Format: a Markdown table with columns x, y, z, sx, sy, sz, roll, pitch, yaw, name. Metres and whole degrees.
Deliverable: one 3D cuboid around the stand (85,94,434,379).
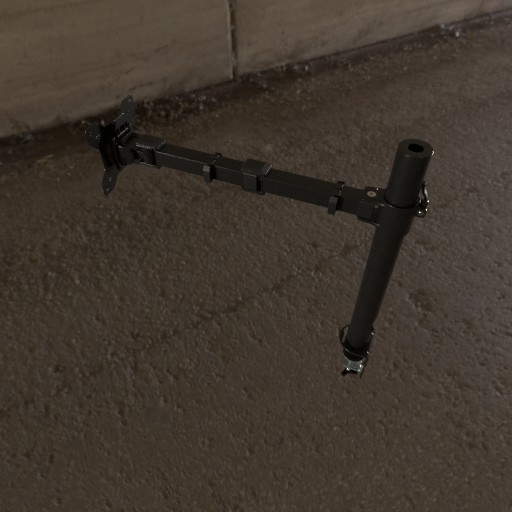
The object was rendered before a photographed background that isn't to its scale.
| x | y | z | sx | sy | sz | roll | pitch | yaw | name |
| --- | --- | --- | --- | --- | --- | --- | --- | --- | --- |
| 0.000 | 0.000 | 0.735 | 0.456 | 0.510 | 0.115 | 16 | 49 | 15 | stand |
